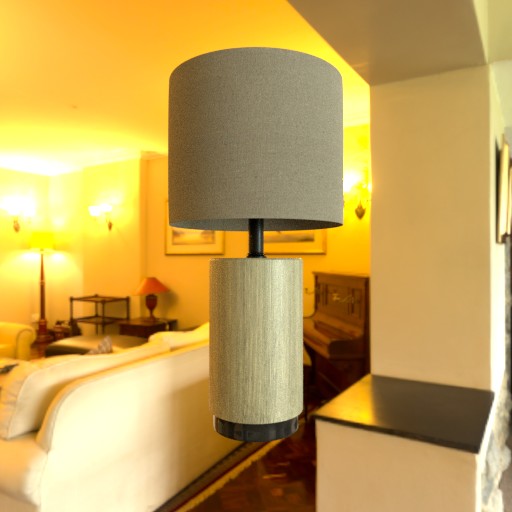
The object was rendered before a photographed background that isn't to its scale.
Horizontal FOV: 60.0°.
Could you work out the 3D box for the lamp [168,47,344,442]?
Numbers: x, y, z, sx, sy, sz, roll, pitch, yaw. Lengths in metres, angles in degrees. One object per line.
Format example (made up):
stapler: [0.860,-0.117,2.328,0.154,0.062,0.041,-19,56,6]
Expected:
lamp: [0.000,0.000,0.584,0.228,0.444,0.228,0,0,-18]
